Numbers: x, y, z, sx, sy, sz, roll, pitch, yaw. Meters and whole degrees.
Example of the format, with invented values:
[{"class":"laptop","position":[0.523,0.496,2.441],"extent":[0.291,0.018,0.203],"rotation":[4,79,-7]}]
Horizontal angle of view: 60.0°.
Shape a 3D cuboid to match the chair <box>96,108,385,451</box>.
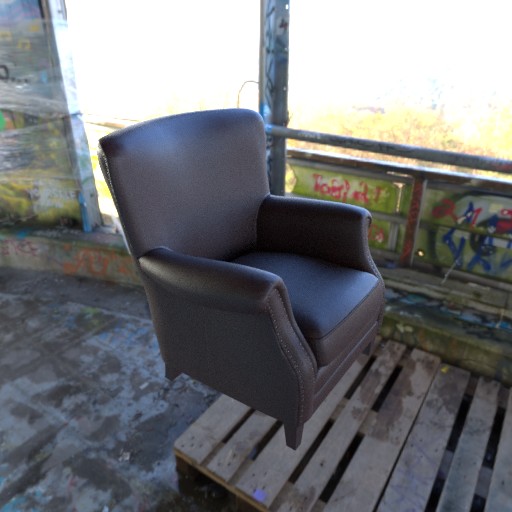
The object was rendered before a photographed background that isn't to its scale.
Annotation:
[{"class":"chair","position":[0.000,0.000,1.402],"extent":[0.746,0.800,0.700],"rotation":[18,32,32]}]
